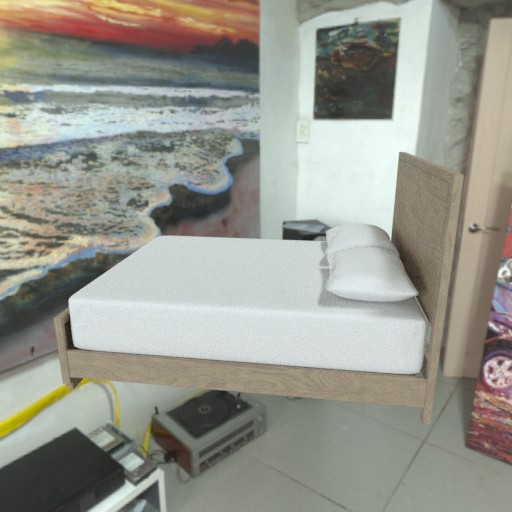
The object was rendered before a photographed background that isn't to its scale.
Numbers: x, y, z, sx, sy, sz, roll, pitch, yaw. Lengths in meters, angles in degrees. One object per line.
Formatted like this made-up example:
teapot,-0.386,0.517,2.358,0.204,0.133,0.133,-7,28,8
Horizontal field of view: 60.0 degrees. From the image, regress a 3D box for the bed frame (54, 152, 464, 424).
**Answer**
bed frame,0.000,0.000,3.169,2.189,1.369,1.606,2,17,8
